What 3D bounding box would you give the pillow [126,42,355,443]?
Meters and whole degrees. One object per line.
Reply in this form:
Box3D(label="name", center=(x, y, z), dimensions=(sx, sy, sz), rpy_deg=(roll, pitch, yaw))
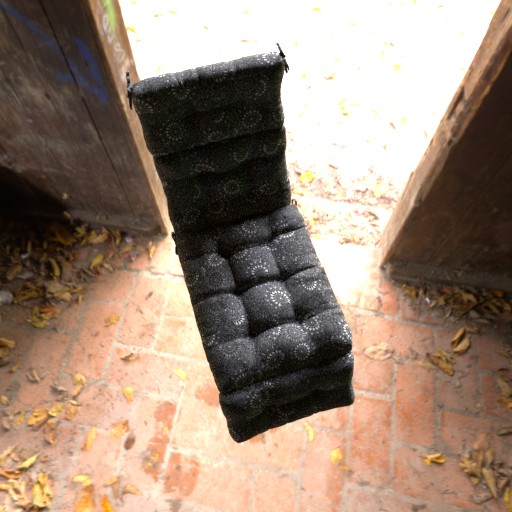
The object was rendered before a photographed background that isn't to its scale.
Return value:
Box3D(label="pillow", center=(0.000, 0.000, 1.495), dimensions=(0.526, 0.863, 1.016), rpy_deg=(-16, 63, -8))
